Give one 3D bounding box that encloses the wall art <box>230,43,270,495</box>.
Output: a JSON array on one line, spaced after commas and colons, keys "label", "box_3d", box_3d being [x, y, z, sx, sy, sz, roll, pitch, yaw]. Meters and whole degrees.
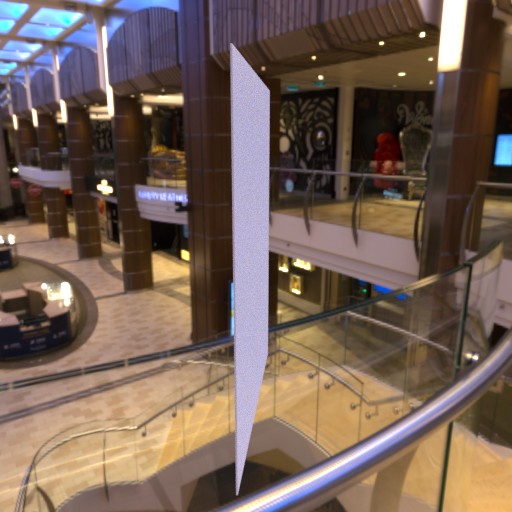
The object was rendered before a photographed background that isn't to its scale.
[{"label": "wall art", "box_3d": [0.000, 0.000, 0.796, 0.003, 0.610, 0.457, 2, 14, 7]}]
